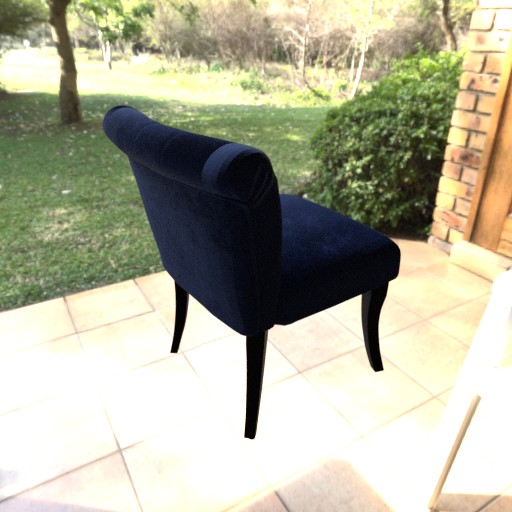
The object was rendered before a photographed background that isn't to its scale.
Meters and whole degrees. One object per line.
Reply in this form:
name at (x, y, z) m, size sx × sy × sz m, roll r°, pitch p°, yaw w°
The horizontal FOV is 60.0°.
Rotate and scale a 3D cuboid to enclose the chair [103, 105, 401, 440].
chair at (0.000, 0.000, 1.190) m, size 0.606 × 0.753 × 0.585 m, roll -19°, pitch 33°, yaw -32°
